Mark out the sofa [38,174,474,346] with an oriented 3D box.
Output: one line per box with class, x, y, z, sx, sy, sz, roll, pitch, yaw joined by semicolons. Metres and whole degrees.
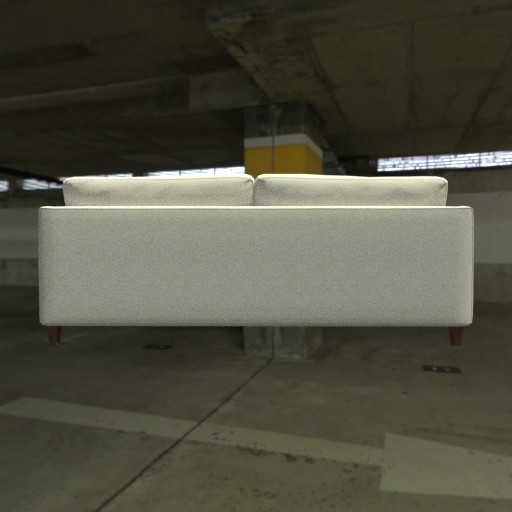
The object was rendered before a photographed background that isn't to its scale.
sofa;0.000;0.000;2.836;2.361;0.962;0.951;0;1;0
